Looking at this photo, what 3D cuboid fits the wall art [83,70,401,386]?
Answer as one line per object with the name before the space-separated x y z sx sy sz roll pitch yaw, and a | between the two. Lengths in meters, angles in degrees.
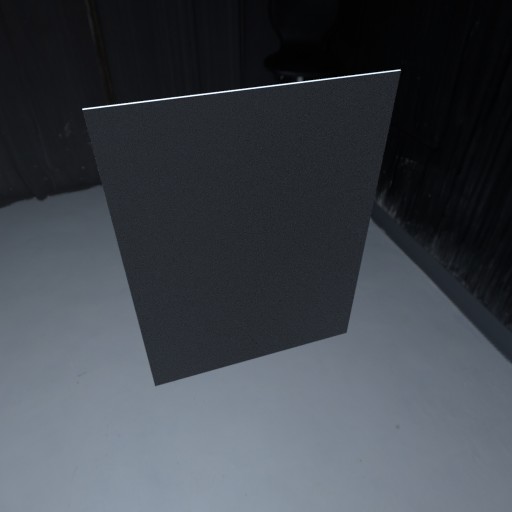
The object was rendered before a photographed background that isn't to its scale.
wall art | 0.000 0.000 0.808 0.457 0.609 0.003 -12 42 -14
